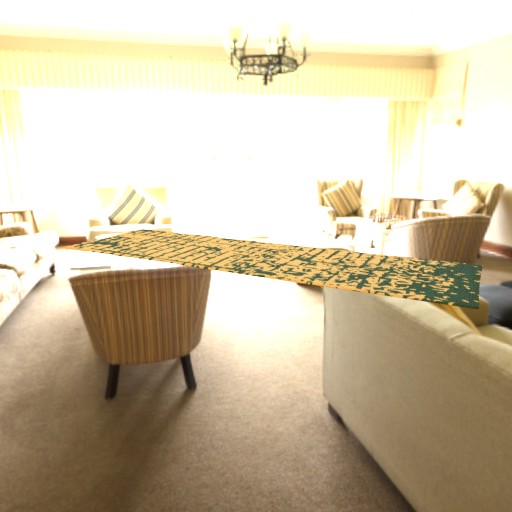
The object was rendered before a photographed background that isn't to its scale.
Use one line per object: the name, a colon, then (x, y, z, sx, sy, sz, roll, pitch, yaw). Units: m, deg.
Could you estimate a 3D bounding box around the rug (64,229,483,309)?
rug: (0.000, 0.000, 2.672, 2.435, 0.011, 0.750, 7, 16, 27)
